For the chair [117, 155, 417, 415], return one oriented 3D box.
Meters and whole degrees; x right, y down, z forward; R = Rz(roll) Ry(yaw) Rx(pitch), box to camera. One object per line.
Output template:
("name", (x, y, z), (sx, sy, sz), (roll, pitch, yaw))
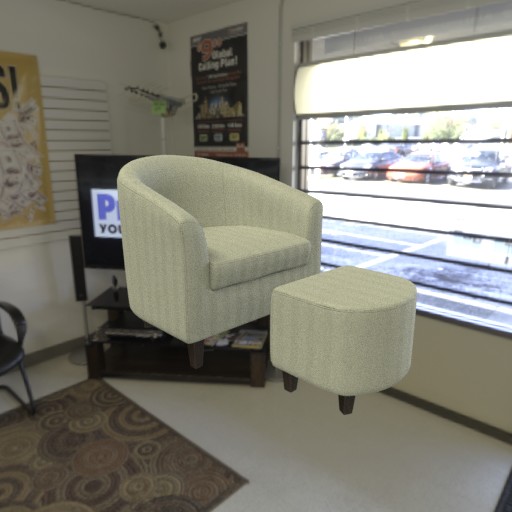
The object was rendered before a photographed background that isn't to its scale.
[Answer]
("chair", (0.000, 0.000, 1.753), (0.756, 0.757, 1.288), (-14, 20, -43))
